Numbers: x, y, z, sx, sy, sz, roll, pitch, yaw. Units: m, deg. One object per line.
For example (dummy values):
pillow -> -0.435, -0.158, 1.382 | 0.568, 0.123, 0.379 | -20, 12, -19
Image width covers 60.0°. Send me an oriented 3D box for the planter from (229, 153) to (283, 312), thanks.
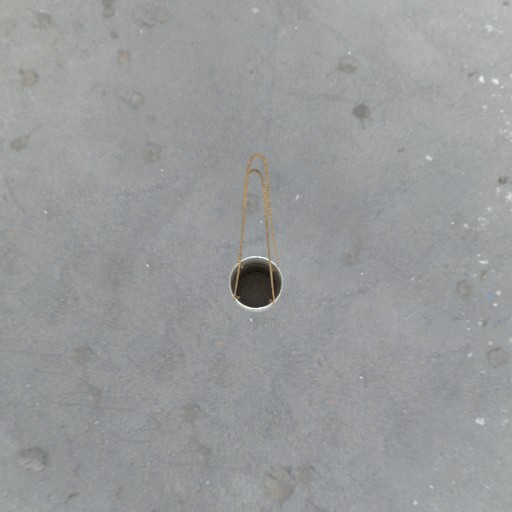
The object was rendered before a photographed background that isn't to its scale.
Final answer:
planter -> 0.000, 0.000, 1.163 | 0.187, 1.073, 0.187 | 6, 76, 1
